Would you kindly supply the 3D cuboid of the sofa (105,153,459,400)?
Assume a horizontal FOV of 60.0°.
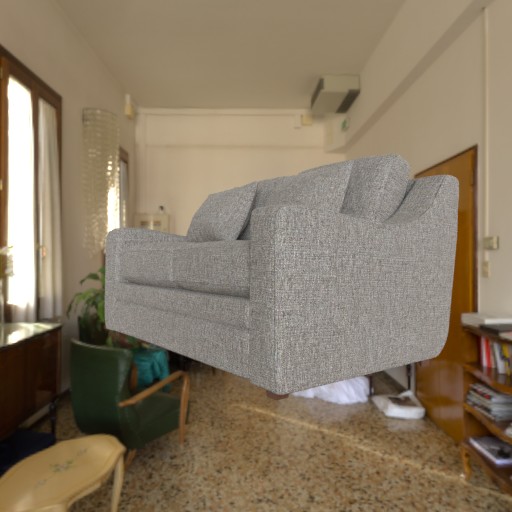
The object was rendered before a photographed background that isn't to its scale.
[{"bbox_3d":[0.000,0.000,2.428,1.120,0.991,1.778,0,0,-37],"label":"sofa"}]
